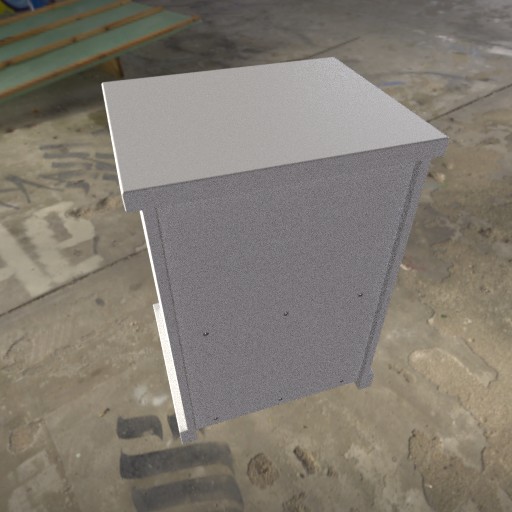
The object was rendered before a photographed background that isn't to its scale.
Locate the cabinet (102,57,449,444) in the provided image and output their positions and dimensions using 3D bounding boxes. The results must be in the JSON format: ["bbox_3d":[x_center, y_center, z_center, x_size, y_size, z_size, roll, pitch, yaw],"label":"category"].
[{"bbox_3d":[0.000,0.000,1.045,0.520,0.723,0.431,-12,43,-14],"label":"cabinet"}]
